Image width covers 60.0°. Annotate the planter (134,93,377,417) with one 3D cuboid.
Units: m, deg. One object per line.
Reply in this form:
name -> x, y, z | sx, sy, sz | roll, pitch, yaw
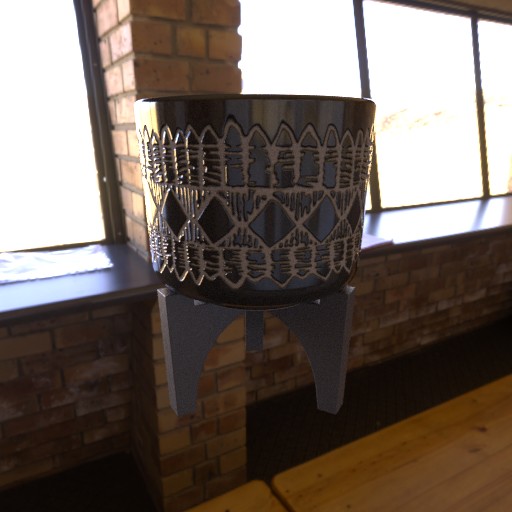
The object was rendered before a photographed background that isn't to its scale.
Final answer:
planter -> 0.000, 0.000, 0.404 | 0.196, 0.264, 0.196 | 8, 18, 27
